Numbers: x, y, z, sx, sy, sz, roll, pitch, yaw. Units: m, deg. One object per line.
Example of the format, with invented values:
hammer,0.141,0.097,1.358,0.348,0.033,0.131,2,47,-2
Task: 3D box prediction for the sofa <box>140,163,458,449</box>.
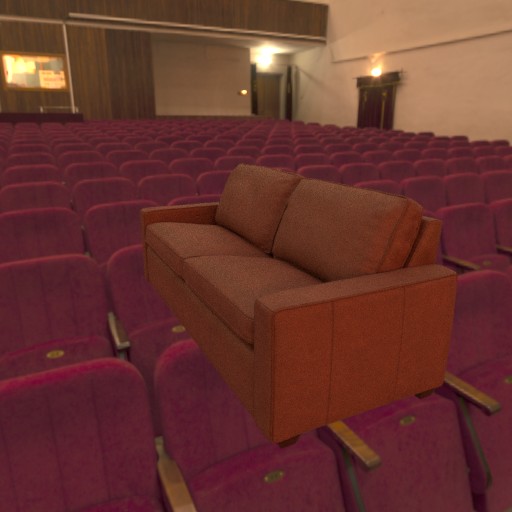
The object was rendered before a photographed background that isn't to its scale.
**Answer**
sofa,0.000,0.000,2.577,0.940,0.919,2.080,-8,19,-25
